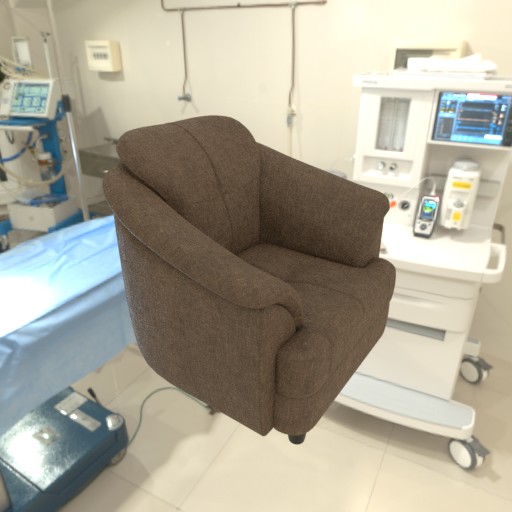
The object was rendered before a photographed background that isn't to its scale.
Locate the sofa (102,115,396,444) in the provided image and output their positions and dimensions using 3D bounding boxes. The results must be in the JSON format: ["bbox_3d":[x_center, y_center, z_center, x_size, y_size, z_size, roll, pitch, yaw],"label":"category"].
[{"bbox_3d":[0.000,0.000,1.492,0.794,0.811,0.870,17,31,31],"label":"sofa"}]
